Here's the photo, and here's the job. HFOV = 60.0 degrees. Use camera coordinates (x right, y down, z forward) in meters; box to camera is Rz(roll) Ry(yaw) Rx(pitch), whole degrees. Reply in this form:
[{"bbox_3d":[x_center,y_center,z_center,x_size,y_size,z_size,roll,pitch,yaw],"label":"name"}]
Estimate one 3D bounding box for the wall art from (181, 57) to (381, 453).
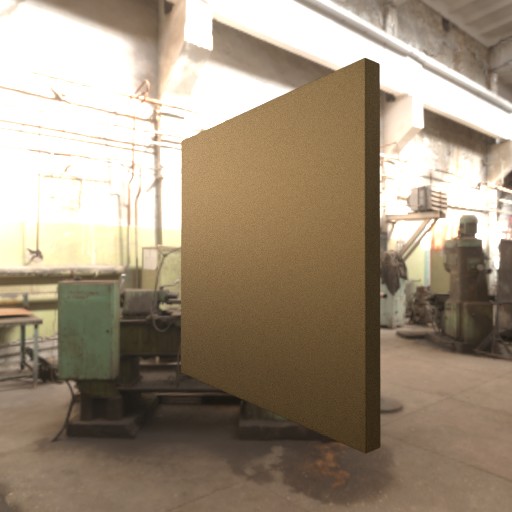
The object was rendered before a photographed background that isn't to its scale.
[{"bbox_3d":[0.000,0.000,0.774,0.031,0.506,0.503,0,0,-37],"label":"wall art"}]
